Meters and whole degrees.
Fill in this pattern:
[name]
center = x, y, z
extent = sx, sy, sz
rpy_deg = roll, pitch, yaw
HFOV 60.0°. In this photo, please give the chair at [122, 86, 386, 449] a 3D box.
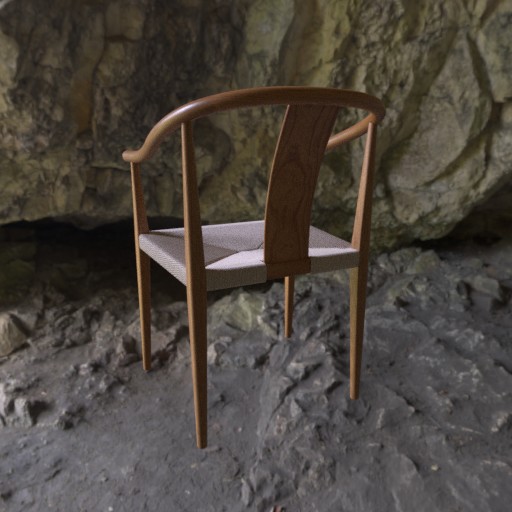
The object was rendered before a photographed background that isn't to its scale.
[chair]
center = 0.000, 0.000, 1.186
extent = 0.556, 0.800, 0.579
rpy_deg = -7, 17, -26
